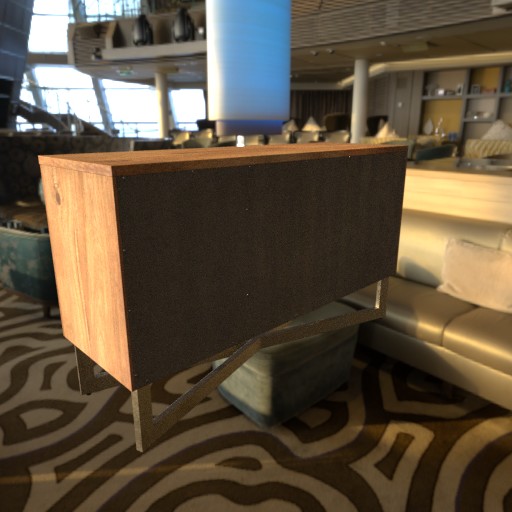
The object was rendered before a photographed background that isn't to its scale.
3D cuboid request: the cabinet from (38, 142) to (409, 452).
[{"bbox_3d":[0.000,0.000,1.734,1.373,0.812,0.480,-16,23,-42],"label":"cabinet"}]
